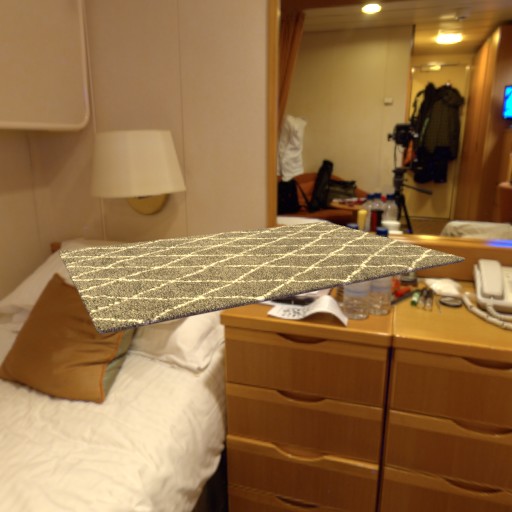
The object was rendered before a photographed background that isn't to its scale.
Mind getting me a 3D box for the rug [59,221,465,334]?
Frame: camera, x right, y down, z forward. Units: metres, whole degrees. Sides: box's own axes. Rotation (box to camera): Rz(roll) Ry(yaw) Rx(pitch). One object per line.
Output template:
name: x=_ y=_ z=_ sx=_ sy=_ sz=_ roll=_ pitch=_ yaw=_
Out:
rug: x=0.000 y=0.000 z=3.544 sx=2.743 sy=0.030 sz=1.778 roll=-8 pitch=17 yaw=-28
